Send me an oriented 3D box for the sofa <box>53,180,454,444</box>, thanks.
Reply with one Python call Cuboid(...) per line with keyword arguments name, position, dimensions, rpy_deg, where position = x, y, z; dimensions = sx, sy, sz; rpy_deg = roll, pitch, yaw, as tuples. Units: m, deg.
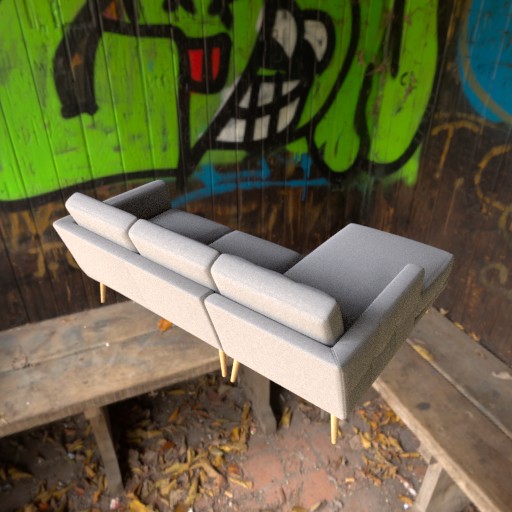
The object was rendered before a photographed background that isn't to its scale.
Cuboid(name="sofa", position=(0.000, 0.000, 2.817), dimensions=(2.040, 0.860, 1.530), rpy_deg=(22, 37, 32))
